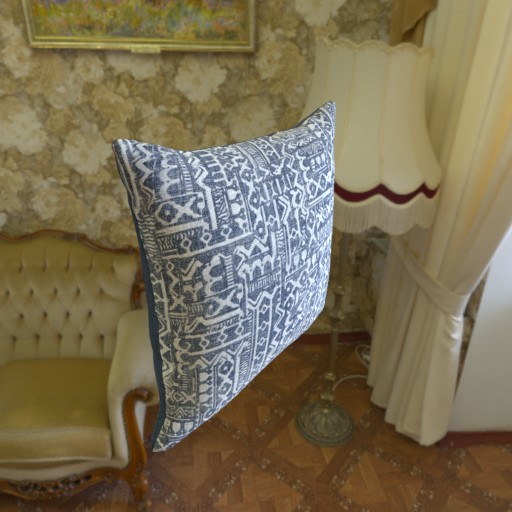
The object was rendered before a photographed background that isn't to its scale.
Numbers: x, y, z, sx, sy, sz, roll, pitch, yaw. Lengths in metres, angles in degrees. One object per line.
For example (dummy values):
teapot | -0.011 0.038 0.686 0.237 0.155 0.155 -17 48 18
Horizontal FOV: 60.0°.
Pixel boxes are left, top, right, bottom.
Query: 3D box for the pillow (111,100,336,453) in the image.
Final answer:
pillow | 0.000 0.000 0.790 0.180 0.487 0.546 17 29 32
